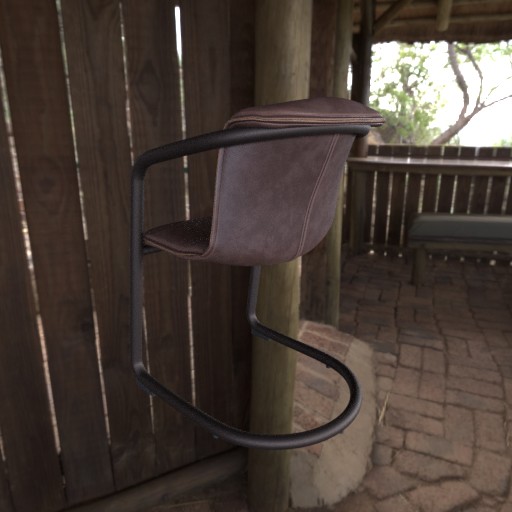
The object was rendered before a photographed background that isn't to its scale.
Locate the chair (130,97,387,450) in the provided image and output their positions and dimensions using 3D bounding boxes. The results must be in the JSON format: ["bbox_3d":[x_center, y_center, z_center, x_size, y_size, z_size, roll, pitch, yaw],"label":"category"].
[{"bbox_3d":[0.000,0.000,1.265,0.536,0.836,0.664,-16,23,-43],"label":"chair"}]
